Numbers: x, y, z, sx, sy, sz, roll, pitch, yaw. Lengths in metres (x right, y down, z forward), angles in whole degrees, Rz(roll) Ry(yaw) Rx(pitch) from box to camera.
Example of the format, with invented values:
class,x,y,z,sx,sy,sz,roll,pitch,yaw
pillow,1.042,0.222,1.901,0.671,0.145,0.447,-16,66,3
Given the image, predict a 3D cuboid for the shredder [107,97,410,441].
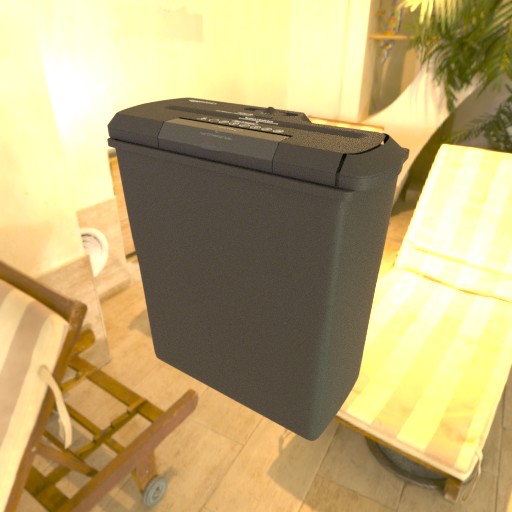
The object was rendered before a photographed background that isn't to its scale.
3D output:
class,x,y,z,sx,sy,sz,roll,pitch,yaw
shredder,0.000,0.000,0.532,0.320,0.335,0.170,19,34,30
